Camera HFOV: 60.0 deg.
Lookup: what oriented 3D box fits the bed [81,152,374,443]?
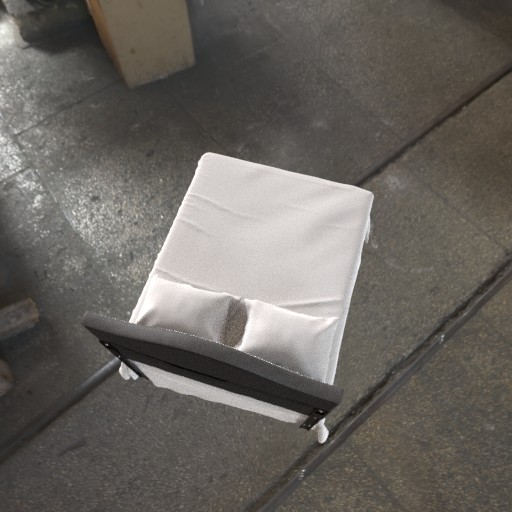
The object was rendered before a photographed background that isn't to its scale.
[{"bbox_3d":[0.000,0.000,3.525,1.876,1.645,2.221,15,64,7],"label":"bed"}]
